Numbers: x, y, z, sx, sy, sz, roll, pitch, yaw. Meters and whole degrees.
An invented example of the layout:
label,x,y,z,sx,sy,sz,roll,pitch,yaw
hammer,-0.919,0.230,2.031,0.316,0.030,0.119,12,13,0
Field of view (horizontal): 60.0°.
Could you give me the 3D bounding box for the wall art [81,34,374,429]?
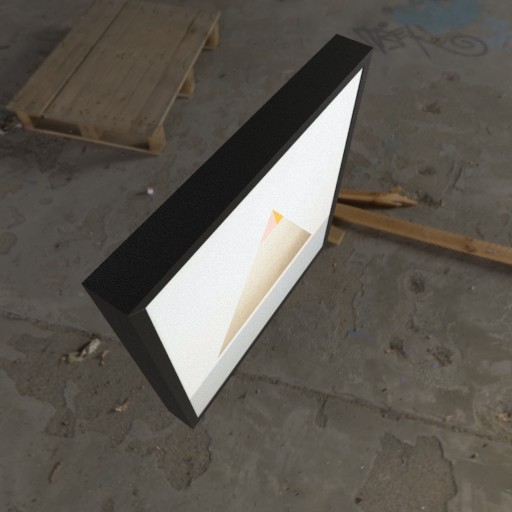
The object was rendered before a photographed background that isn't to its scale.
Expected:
label,x,y,z,sx,sy,sz,roll,pitch,yaw
wall art,0.000,0.000,0.445,0.037,0.303,0.304,30,62,18
